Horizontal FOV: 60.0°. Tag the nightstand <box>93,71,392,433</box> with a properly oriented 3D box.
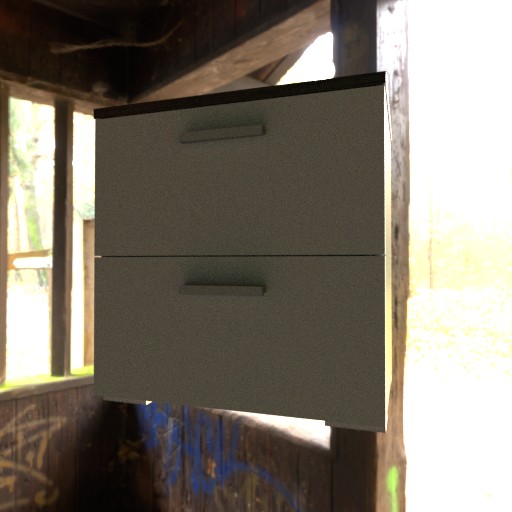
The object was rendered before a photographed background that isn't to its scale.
[{"bbox_3d":[0.000,0.000,0.762,0.441,0.460,0.325,0,-1,18],"label":"nightstand"}]
